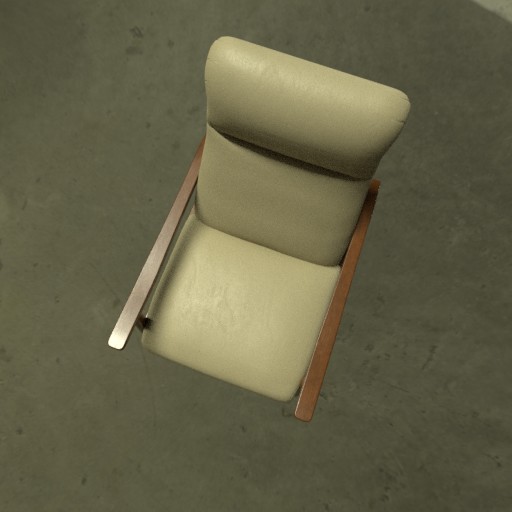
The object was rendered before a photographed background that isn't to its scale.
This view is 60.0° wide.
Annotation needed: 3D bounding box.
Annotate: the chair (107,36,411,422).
[{"bbox_3d":[0.000,0.000,1.726,0.762,1.082,1.014,20,78,4],"label":"chair"}]
